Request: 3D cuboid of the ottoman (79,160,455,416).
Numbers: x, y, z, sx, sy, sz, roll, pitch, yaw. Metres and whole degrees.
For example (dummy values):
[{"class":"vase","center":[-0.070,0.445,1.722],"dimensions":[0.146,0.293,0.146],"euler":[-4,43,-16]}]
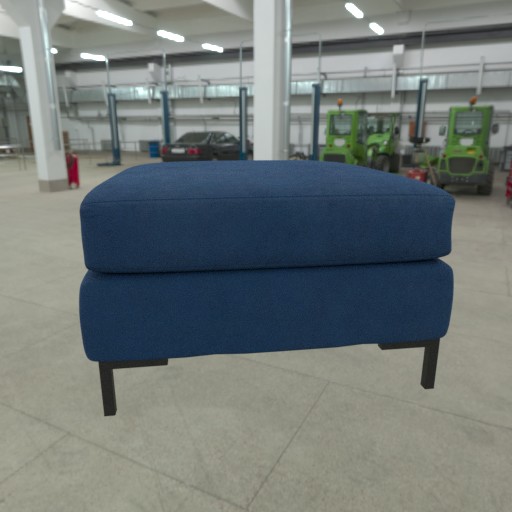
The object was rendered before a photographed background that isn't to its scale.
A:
[{"class":"ottoman","center":[0.000,0.000,1.191],"dimensions":[0.794,0.485,0.655],"euler":[-2,16,-8]}]
